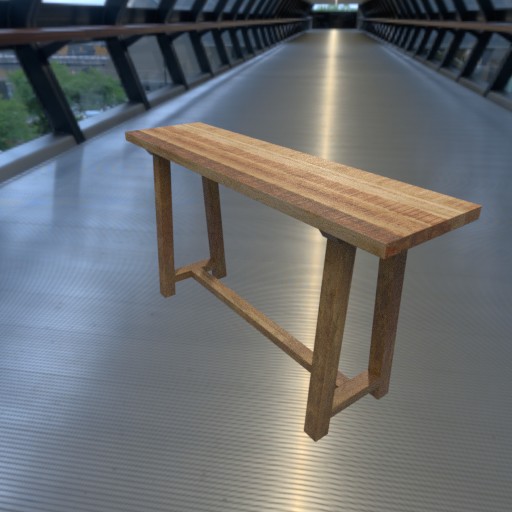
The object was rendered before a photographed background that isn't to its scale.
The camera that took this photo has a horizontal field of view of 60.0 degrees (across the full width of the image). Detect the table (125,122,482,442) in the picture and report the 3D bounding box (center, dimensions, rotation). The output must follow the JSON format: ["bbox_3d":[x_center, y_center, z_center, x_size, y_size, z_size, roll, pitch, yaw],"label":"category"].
[{"bbox_3d":[0.000,0.000,1.831,0.405,0.810,1.524,-19,33,-32],"label":"table"}]
